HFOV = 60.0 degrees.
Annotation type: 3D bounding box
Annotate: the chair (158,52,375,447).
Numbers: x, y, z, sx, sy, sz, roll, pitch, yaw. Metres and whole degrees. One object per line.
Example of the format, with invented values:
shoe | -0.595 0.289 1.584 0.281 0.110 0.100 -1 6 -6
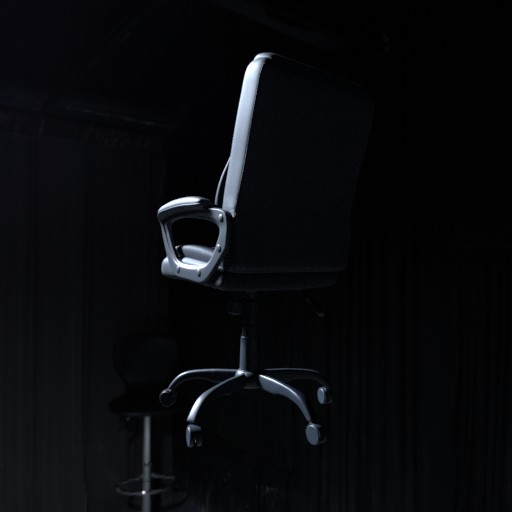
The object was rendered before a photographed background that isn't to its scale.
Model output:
chair | 0.000 0.000 1.490 0.615 1.072 0.655 1 -1 -38
